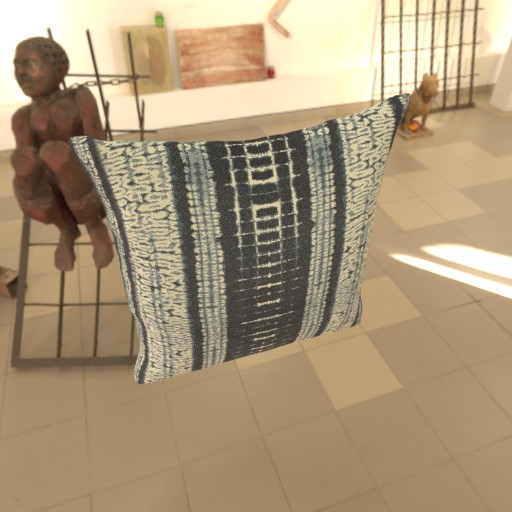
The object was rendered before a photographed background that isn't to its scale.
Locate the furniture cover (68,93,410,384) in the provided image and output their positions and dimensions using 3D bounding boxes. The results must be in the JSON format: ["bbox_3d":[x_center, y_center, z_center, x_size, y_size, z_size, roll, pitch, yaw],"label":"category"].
[{"bbox_3d":[0.000,0.000,0.659,0.425,0.435,0.133,-13,41,-15],"label":"furniture cover"}]
